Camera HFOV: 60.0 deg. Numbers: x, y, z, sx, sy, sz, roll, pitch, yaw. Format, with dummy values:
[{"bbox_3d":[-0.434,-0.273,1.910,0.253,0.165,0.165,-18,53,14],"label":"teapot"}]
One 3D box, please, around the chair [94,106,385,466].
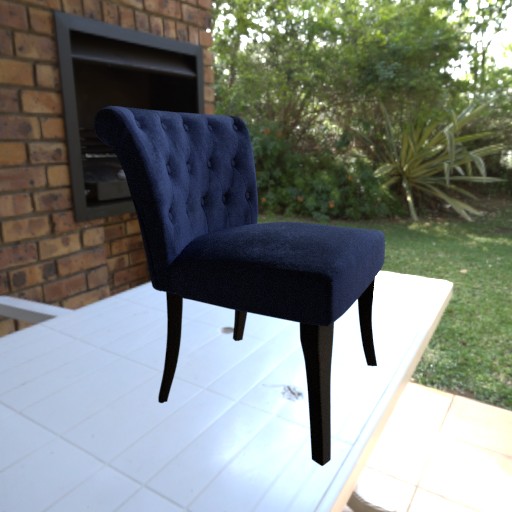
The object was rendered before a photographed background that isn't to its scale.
[{"bbox_3d":[0.000,0.000,1.198,0.606,0.753,0.585,8,17,26],"label":"chair"}]
